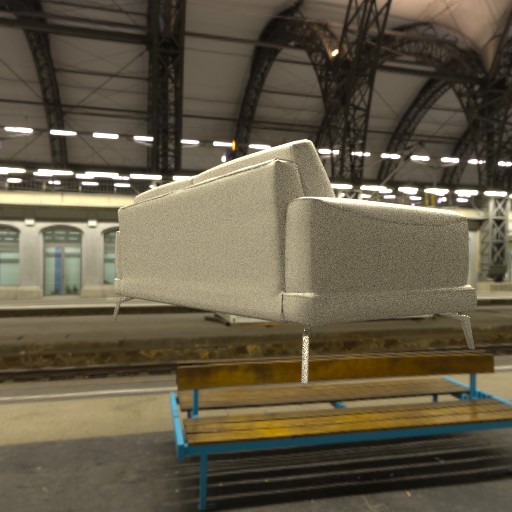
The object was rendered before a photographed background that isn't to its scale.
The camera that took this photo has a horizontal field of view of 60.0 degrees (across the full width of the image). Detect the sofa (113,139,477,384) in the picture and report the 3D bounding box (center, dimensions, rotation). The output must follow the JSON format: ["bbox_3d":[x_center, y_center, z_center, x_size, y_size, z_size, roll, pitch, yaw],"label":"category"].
[{"bbox_3d":[0.000,0.000,2.686,1.121,0.930,2.177,1,-1,-36],"label":"sofa"}]
